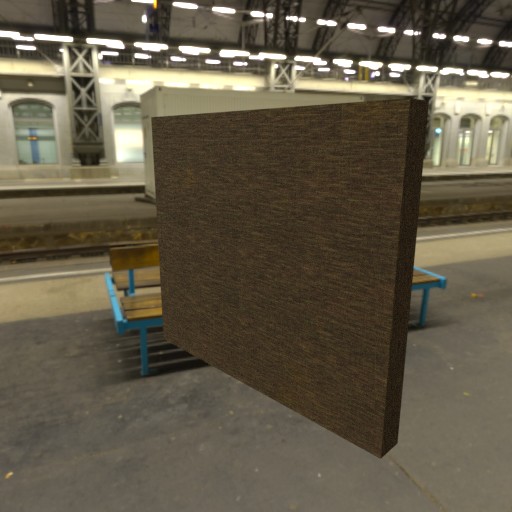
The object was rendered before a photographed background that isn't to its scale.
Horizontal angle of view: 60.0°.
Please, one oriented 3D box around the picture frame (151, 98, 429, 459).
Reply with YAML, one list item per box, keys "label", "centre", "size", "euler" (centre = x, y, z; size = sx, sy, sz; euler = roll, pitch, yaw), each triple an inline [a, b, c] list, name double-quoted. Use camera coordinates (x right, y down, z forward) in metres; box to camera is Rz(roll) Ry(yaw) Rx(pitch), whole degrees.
- label: "picture frame"
  centre: [0.000, 0.000, 0.530]
  size: [0.033, 0.330, 0.378]
  euler: [-14, 20, -43]
